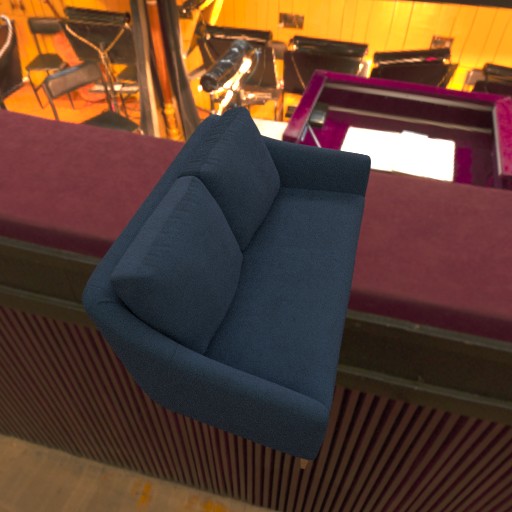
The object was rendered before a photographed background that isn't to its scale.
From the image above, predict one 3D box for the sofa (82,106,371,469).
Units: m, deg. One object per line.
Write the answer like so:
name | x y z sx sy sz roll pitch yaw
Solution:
sofa | 0.000 0.000 2.178 0.960 0.902 1.619 11 47 11
